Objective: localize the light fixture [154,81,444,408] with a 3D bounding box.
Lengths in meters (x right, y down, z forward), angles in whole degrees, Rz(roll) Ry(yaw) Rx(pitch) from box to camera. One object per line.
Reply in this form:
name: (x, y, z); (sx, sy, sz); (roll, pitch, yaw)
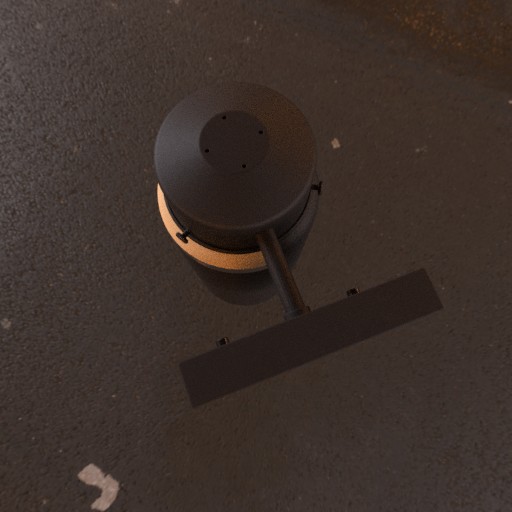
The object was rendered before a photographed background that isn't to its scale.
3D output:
light fixture: (0.000, 0.000, 0.353); (0.130, 0.257, 0.176); (-20, 77, -5)
